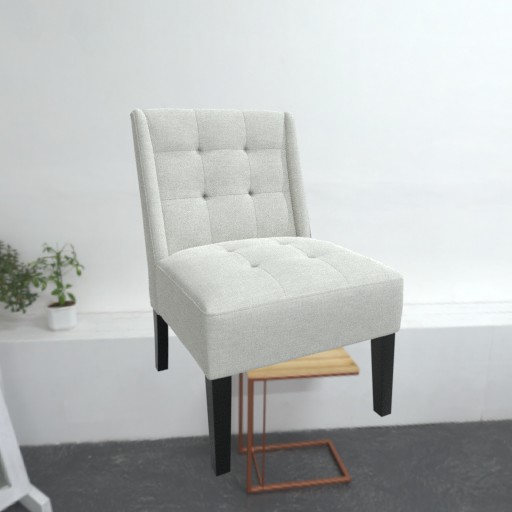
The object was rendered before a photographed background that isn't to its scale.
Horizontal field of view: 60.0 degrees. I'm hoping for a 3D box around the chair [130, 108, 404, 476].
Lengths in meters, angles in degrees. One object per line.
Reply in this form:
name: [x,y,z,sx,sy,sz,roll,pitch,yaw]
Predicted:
chair: [0.000,0.000,1.319,0.569,0.853,0.676,-8,18,-25]
